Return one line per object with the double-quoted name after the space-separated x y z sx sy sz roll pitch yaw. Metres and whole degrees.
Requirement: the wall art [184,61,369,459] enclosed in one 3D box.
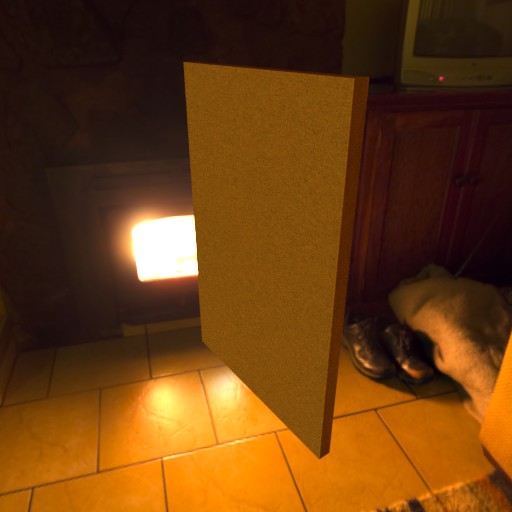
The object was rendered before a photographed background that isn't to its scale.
0.000 0.000 1.168 0.037 0.914 0.610 -18 32 -31 "wall art"
